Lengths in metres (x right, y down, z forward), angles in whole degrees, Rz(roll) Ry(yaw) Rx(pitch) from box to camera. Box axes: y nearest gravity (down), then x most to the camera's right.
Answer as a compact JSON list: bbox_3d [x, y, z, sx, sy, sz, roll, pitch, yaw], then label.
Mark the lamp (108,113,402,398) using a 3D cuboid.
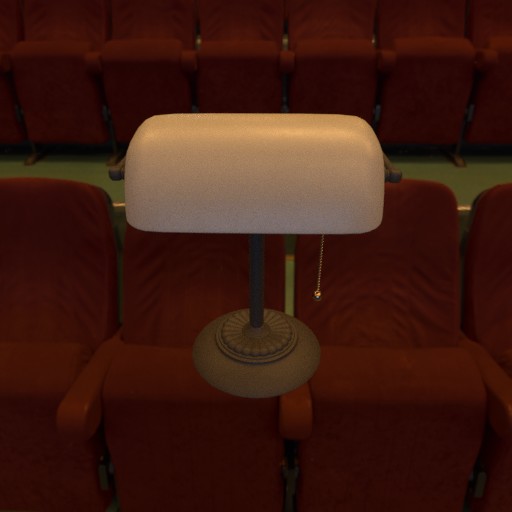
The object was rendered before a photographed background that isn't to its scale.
[{"bbox_3d":[0.000,0.000,0.510,0.264,0.339,0.243,1,30,1],"label":"lamp"}]
